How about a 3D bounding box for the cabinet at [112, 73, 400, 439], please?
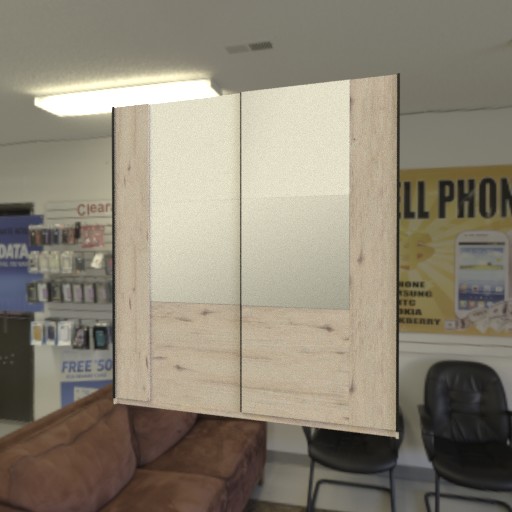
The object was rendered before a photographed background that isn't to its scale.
[{"bbox_3d":[0.000,0.000,3.254,2.000,2.180,0.660,0,1,18],"label":"cabinet"}]
